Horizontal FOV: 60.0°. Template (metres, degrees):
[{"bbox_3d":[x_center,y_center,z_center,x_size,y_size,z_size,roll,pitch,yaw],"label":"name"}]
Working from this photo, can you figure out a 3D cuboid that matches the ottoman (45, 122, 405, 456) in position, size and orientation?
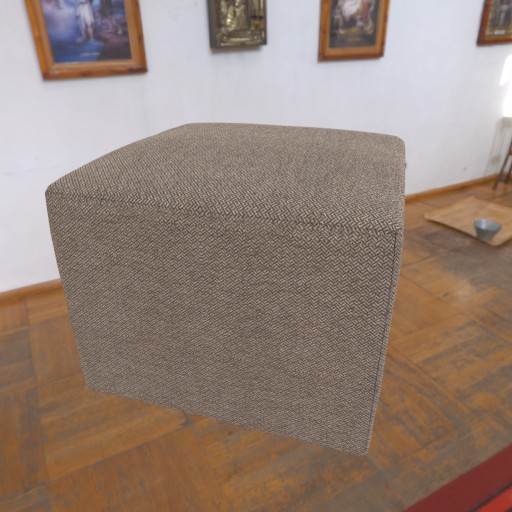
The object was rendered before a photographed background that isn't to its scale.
[{"bbox_3d":[0.000,0.000,0.875,0.519,0.453,0.512,8,28,15],"label":"ottoman"}]
